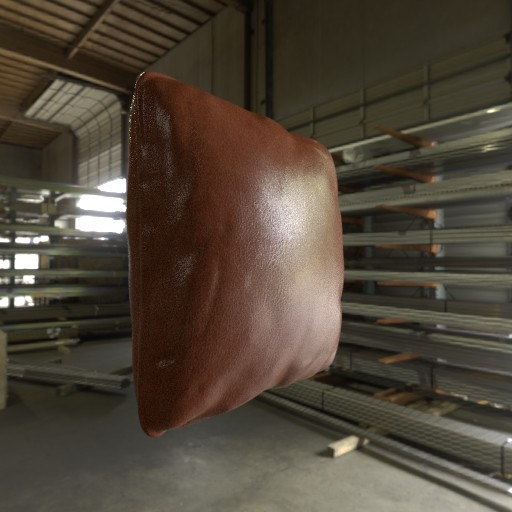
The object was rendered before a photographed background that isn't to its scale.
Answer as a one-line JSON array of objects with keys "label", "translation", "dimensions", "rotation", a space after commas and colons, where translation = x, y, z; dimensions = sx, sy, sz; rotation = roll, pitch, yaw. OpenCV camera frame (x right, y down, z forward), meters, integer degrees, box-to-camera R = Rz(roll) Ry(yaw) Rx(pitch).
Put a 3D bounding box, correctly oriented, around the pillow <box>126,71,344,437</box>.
[{"label": "pillow", "translation": [0.000, 0.000, 0.811], "dimensions": [0.236, 0.523, 0.532], "rotation": [-1, -2, 37]}]
